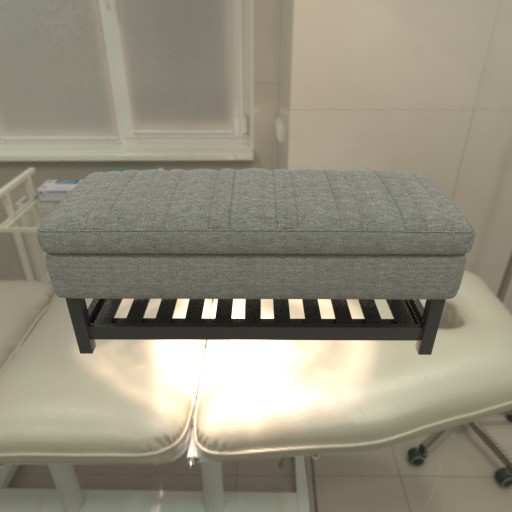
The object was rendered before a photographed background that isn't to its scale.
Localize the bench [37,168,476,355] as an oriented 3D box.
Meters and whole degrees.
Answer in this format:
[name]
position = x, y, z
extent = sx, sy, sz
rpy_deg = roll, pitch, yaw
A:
[bench]
position = 0.000, 0.000, 1.348
extent = 1.100, 0.470, 0.429
rpy_deg = 0, 30, 0
